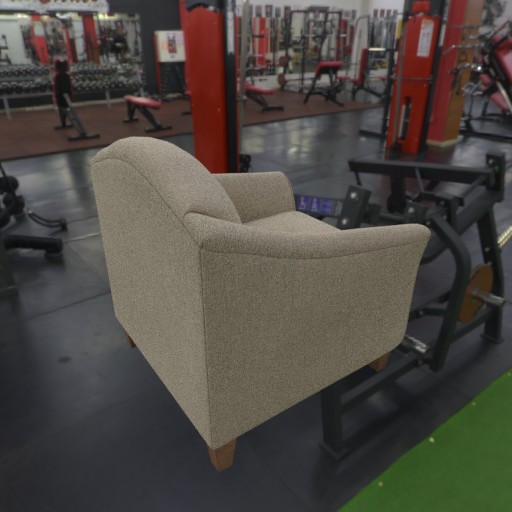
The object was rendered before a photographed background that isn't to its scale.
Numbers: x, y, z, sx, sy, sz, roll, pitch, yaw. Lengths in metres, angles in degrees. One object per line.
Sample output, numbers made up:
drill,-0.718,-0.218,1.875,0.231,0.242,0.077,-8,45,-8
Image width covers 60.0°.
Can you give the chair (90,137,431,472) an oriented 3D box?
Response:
chair,0.000,0.000,1.465,0.787,0.839,0.763,-17,31,-31
